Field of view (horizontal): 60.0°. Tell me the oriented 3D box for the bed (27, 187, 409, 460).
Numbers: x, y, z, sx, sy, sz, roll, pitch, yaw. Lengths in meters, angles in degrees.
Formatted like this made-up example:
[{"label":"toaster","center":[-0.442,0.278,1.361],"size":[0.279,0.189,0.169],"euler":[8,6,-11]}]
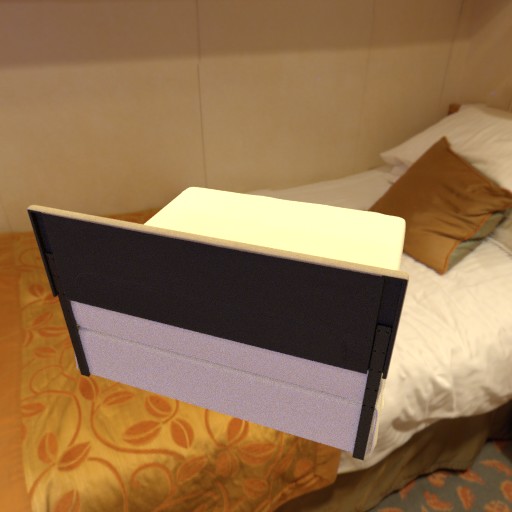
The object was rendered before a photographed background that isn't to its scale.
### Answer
[{"label":"bed","center":[0.000,0.000,3.325],"size":[2.170,1.346,1.914],"euler":[11,34,16]}]
